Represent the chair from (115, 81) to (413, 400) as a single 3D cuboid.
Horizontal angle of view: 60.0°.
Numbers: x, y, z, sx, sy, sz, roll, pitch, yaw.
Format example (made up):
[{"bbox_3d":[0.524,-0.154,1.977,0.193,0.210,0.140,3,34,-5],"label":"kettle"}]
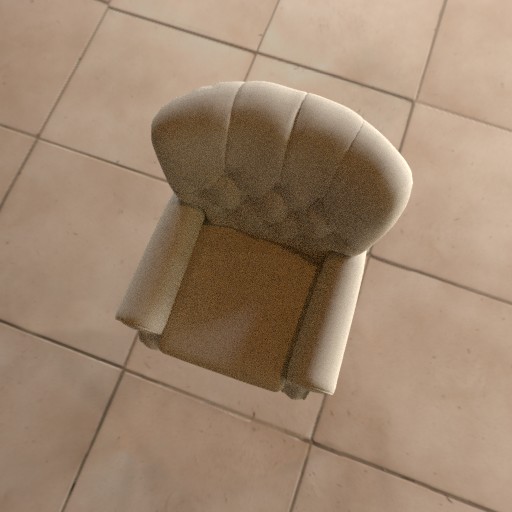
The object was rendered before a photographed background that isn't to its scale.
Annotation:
[{"bbox_3d":[0.000,0.000,2.081,1.035,1.169,1.132,18,76,5],"label":"chair"}]
